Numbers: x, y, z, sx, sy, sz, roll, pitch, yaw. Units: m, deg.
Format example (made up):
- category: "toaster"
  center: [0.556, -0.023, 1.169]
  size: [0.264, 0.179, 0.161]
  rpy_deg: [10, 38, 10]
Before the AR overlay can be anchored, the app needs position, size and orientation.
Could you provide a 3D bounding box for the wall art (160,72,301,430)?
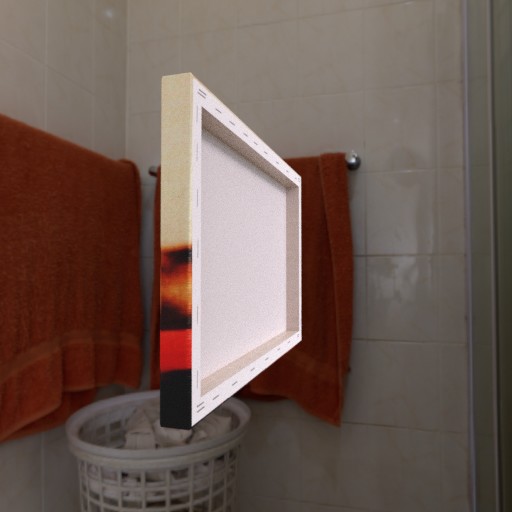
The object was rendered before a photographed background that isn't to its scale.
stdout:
- category: "wall art"
  center: [0.000, 0.000, 0.794]
  size: [0.040, 0.402, 0.613]
  rpy_deg: [0, -1, 17]
